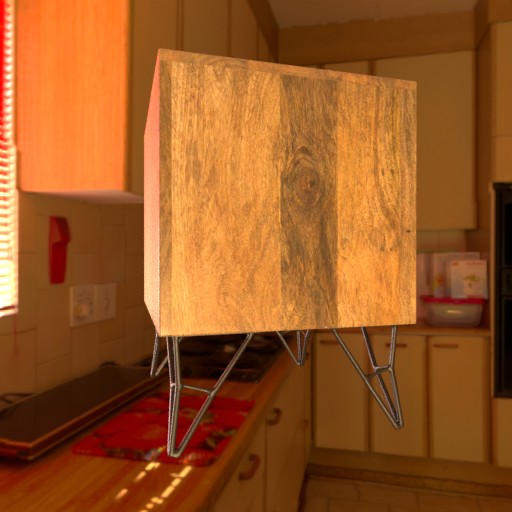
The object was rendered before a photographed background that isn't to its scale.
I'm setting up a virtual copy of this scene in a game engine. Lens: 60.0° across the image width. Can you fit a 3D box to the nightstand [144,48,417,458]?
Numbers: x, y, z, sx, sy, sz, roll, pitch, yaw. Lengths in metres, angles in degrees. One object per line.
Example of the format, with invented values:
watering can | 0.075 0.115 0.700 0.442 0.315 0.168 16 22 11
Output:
nightstand | 0.000 0.000 0.869 0.406 0.559 0.457 0 0 -16
